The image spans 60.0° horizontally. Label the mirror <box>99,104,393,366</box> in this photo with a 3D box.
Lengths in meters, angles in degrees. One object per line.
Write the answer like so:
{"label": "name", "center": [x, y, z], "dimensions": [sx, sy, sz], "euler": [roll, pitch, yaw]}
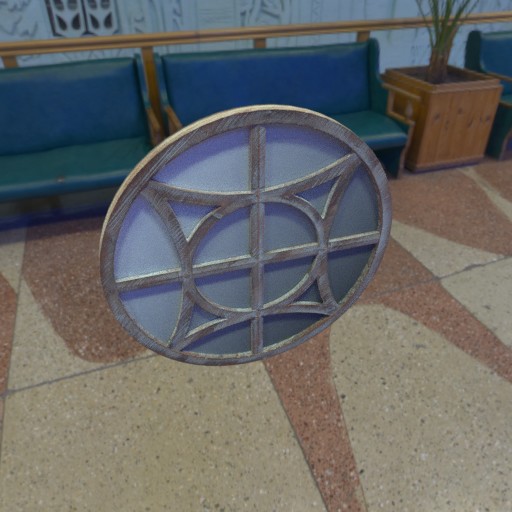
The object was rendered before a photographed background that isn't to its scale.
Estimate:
{"label": "mirror", "center": [0.000, 0.000, 1.065], "dimensions": [0.710, 0.710, 0.038], "euler": [-11, 37, -14]}
